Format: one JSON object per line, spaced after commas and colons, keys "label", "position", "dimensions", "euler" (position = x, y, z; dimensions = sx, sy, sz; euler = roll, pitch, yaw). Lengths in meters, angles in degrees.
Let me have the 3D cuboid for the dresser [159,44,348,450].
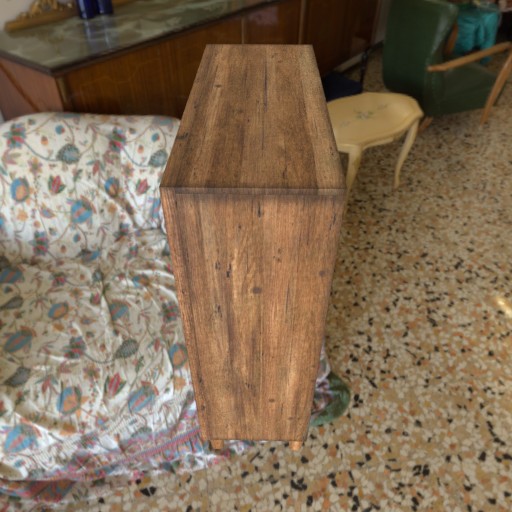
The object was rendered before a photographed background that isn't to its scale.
{"label": "dresser", "position": [0.000, 0.000, 1.859], "dimensions": [0.438, 1.359, 1.067], "euler": [1, 42, 1]}
